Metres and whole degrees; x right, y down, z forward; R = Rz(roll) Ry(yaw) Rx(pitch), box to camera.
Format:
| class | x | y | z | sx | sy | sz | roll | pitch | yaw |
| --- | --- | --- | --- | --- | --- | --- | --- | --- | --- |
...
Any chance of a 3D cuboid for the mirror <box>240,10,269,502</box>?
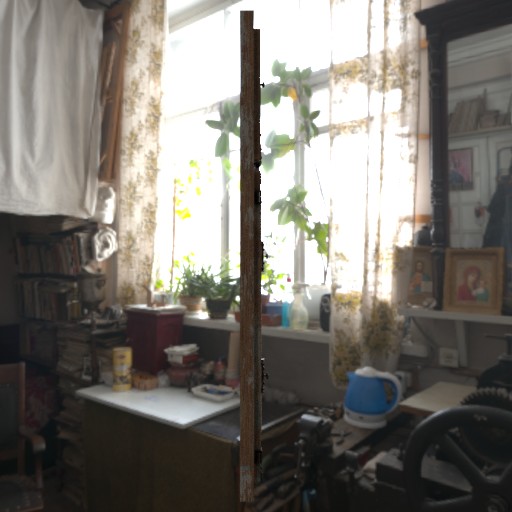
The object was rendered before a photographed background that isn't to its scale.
| class | x | y | z | sx | sy | sz | roll | pitch | yaw |
| --- | --- | --- | --- | --- | --- | --- | --- | --- | --- |
| mirror | 0.000 | 0.000 | 1.448 | 0.083 | 1.213 | 0.707 | 0 | 0 | 0 |
